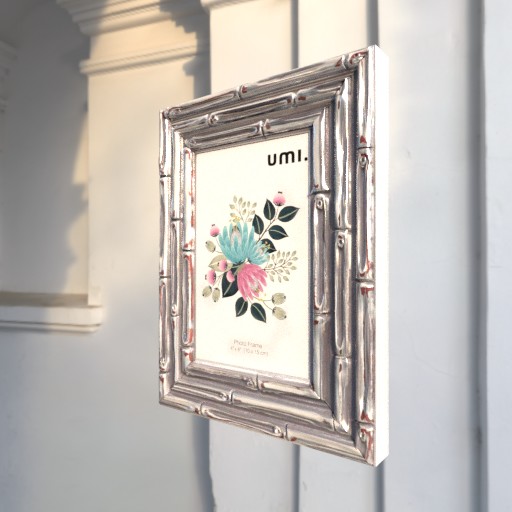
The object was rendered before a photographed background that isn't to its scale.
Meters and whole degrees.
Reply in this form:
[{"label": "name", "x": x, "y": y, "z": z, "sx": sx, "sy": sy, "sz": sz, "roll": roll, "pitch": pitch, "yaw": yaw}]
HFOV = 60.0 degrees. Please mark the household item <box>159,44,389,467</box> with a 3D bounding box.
[{"label": "household item", "x": 0.000, "y": 0.000, "z": 0.282, "sx": 0.165, "sy": 0.216, "sz": 0.025, "roll": -1, "pitch": -1, "yaw": 37}]
